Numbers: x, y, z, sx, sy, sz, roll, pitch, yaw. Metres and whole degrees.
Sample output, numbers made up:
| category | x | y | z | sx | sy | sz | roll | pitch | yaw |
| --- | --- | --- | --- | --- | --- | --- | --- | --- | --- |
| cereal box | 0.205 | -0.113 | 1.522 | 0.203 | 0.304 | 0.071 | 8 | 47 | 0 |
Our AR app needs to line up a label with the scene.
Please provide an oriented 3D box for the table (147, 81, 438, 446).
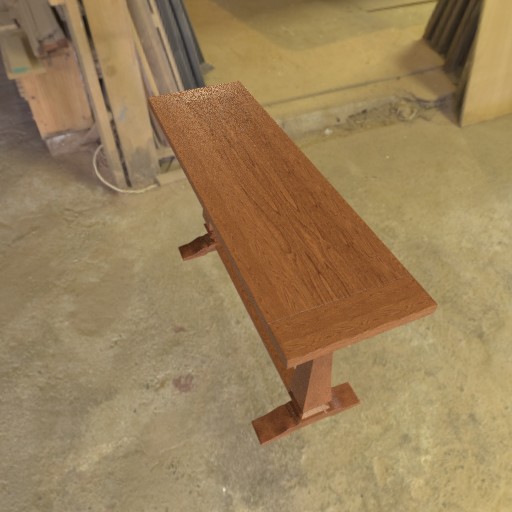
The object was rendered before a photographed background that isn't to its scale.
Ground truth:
| category | x | y | z | sx | sy | sz | roll | pitch | yaw |
| --- | --- | --- | --- | --- | --- | --- | --- | --- | --- |
| table | 0.000 | 0.000 | 1.910 | 0.461 | 0.852 | 1.478 | -17 | 48 | -16 |
